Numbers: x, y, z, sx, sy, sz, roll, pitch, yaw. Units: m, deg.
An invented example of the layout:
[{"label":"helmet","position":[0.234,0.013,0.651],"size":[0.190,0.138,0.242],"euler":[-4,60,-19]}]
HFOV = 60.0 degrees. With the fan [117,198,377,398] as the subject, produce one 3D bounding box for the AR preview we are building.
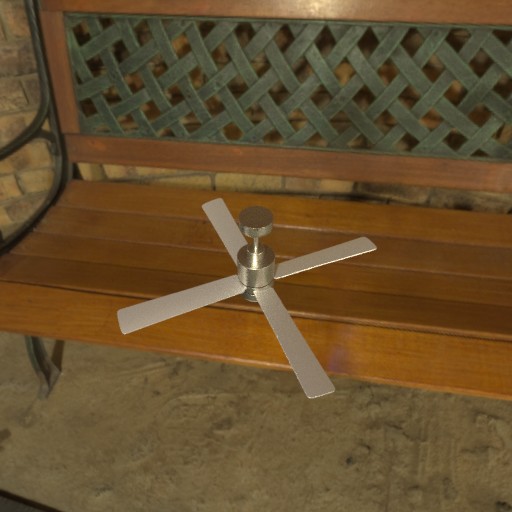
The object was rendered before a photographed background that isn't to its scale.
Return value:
[{"label":"fan","position":[0.000,0.000,2.353],"size":[1.525,0.539,1.525],"euler":[-16,47,-16]}]
